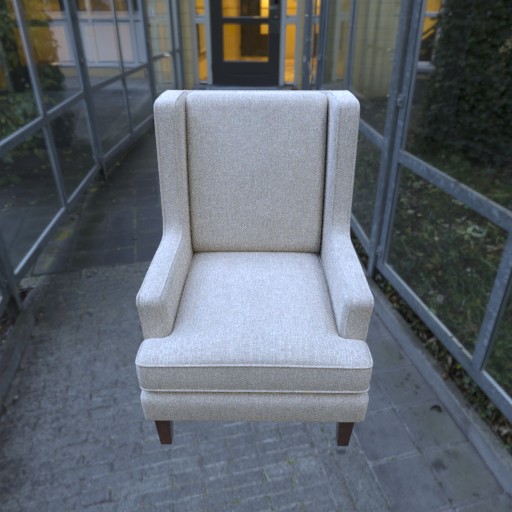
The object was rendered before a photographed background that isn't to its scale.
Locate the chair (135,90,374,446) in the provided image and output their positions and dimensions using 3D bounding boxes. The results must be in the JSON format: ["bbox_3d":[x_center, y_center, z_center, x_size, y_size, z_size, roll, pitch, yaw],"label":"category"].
[{"bbox_3d":[0.000,0.000,1.708,0.764,1.082,0.948,0,30,1],"label":"chair"}]
